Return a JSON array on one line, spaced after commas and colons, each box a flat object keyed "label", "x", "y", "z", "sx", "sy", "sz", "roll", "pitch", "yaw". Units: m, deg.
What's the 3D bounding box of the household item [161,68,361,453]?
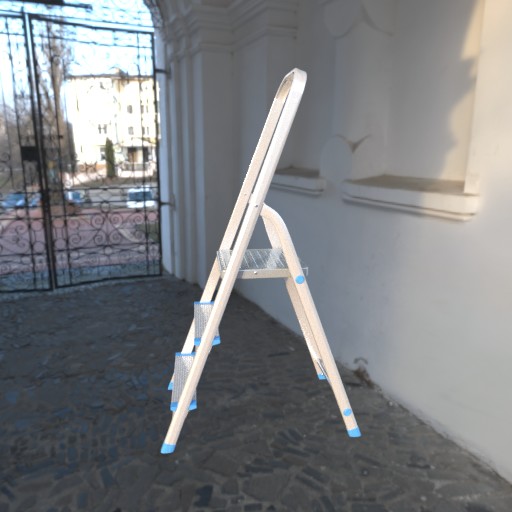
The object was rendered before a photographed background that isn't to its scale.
[{"label": "household item", "x": 0.000, "y": 0.000, "z": 1.556, "sx": 0.687, "sy": 1.215, "sz": 0.420, "roll": -2, "pitch": 14, "yaw": -7}]
